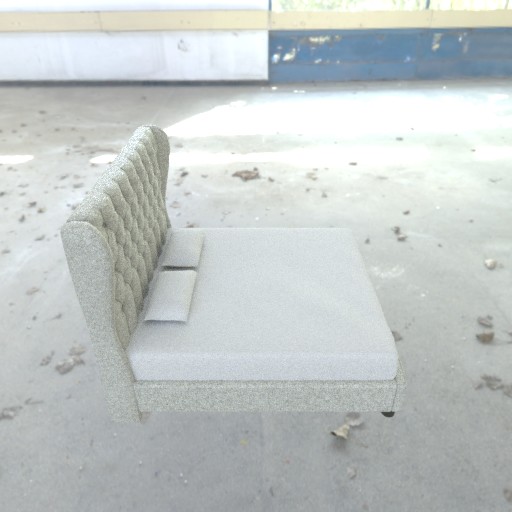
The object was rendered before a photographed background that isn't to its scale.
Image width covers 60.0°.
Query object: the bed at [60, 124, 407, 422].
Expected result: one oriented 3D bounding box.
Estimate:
[{"bbox_3d":[0.000,0.000,3.975,2.347,1.771,2.219,0,32,0],"label":"bed"}]
